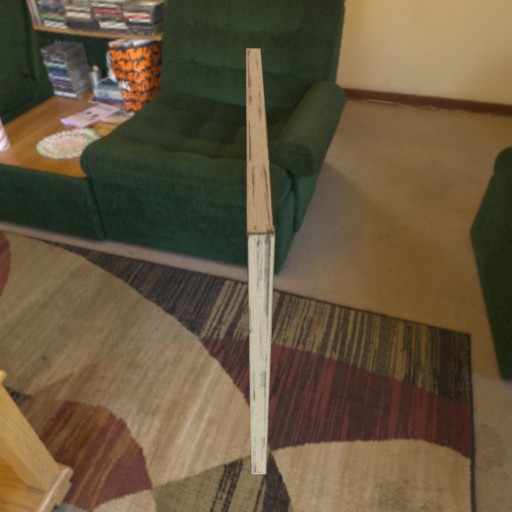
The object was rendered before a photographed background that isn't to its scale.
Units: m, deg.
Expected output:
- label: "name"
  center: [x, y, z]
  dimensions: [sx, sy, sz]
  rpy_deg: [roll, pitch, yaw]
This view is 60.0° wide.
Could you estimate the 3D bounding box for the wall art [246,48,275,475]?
- label: "wall art"
  center: [0.000, 0.000, 1.117]
  dimensions: [0.037, 0.761, 0.761]
  rpy_deg: [-1, 42, -1]
